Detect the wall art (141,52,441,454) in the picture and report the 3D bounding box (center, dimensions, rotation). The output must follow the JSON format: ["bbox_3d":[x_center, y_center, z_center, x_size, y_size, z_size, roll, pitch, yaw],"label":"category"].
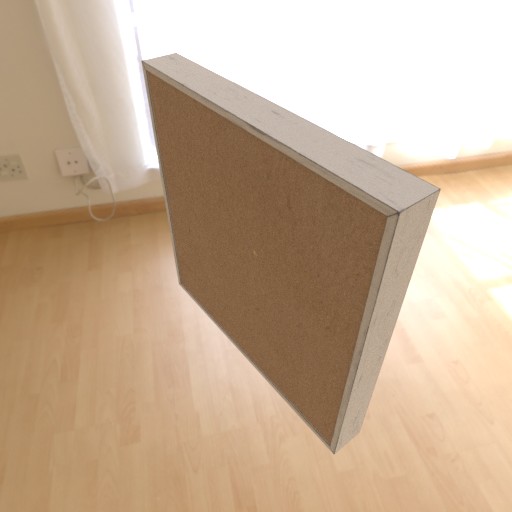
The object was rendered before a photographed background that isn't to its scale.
[{"bbox_3d":[0.000,0.000,0.444,0.038,0.305,0.305,-28,49,-27],"label":"wall art"}]
